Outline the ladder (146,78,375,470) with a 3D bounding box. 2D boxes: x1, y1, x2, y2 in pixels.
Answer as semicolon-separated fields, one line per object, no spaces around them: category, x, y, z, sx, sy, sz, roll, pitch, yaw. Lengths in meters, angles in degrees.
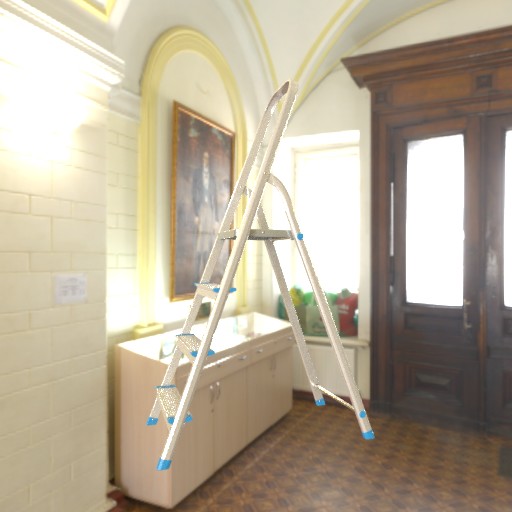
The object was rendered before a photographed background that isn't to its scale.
ladder;0.000;0.000;1.823;0.842;1.434;0.445;0;0;-19
